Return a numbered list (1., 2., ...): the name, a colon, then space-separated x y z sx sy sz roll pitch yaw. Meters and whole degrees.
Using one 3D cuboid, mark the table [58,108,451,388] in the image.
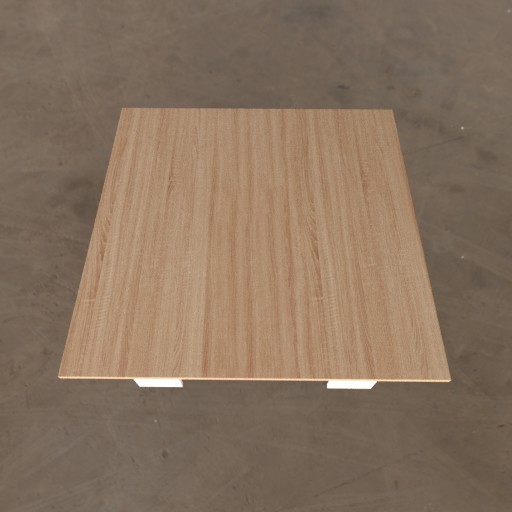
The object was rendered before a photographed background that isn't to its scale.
1. table: 0.000 0.000 1.057 0.670 0.305 0.670 0 59 0
